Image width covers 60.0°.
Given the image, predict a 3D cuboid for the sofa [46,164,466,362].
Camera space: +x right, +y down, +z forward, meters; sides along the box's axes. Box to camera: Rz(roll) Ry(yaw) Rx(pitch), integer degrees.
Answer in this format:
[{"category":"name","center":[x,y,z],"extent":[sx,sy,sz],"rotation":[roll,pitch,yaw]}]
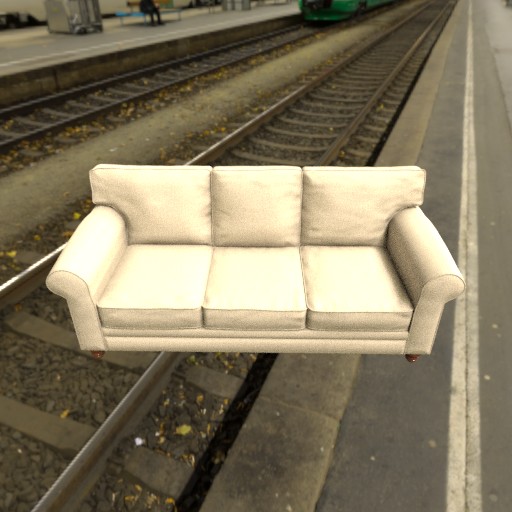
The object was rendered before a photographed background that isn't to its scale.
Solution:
[{"category":"sofa","center":[0.000,0.000,2.668],"extent":[2.118,0.889,0.998],"rotation":[1,32,1]}]
